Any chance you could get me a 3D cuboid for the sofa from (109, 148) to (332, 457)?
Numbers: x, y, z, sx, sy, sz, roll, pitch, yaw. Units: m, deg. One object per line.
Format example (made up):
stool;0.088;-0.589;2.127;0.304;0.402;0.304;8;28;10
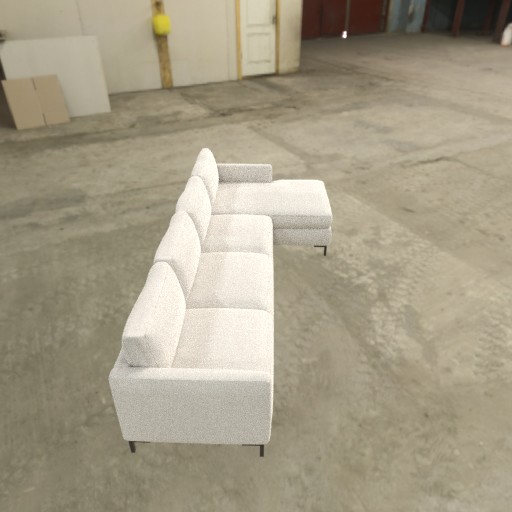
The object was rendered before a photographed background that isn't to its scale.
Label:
sofa;0.000;0.000;2.861;1.126;0.677;2.445;1;32;2
